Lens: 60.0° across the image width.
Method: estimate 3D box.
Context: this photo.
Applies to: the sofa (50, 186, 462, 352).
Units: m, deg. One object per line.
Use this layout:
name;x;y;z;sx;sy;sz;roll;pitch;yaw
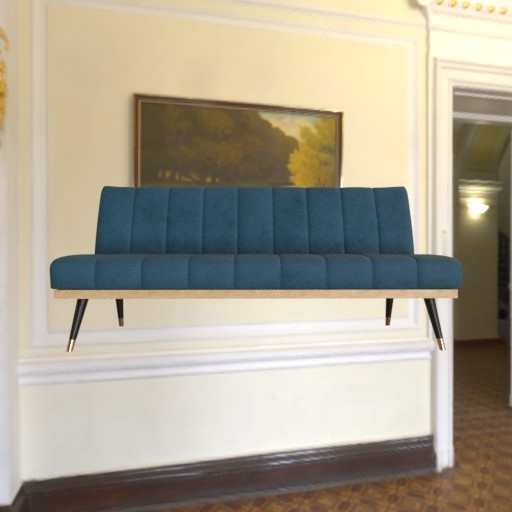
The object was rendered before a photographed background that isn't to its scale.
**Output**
sofa;0.000;0.000;2.320;1.810;0.825;0.830;0;1;-1
